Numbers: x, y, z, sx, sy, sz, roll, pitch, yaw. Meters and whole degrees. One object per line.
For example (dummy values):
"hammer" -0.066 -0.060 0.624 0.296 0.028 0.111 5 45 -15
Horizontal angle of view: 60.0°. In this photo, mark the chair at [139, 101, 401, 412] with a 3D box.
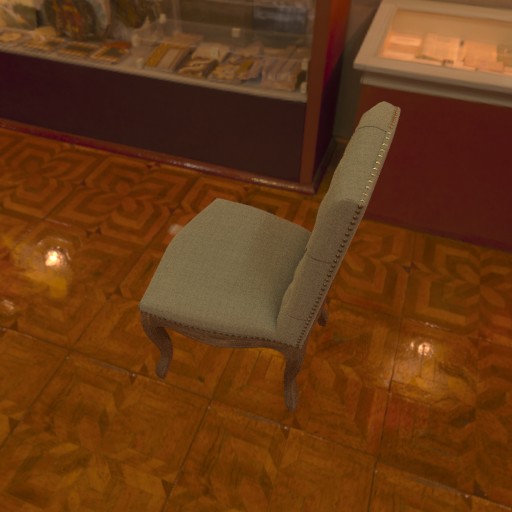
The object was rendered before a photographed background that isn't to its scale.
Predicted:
"chair" 0.000 0.000 1.612 0.731 1.191 0.637 16 49 15
